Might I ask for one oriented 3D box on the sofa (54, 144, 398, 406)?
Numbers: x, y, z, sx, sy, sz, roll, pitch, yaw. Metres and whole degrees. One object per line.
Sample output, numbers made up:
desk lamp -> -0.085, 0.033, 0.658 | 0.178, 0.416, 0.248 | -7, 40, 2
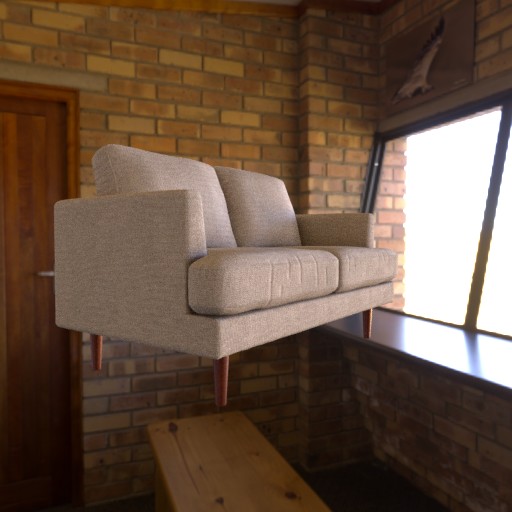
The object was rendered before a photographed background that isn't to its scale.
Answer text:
sofa -> 0.000, 0.000, 2.149 | 0.903, 0.944, 1.582 | 1, 2, 36
